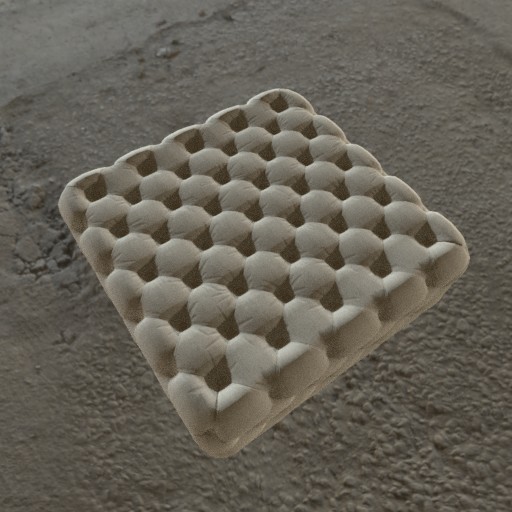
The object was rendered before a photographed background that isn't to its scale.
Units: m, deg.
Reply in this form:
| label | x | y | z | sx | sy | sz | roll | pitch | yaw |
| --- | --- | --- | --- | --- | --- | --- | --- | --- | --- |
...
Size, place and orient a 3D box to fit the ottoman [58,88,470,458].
| label | x | y | z | sx | sy | sz | roll | pitch | yaw |
| --- | --- | --- | --- | --- | --- | --- | --- | --- | --- |
| ottoman | 0.000 | 0.000 | 1.191 | 0.753 | 0.376 | 0.755 | -31 | 62 | -18 |
